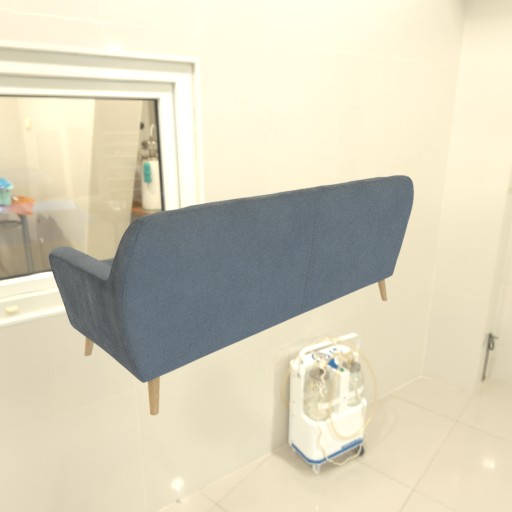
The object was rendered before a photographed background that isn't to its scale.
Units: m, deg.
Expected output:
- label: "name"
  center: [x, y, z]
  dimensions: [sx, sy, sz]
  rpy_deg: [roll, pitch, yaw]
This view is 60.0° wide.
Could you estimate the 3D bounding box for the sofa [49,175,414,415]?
- label: "sofa"
  center: [0.000, 0.000, 2.480]
  dimensions: [1.975, 0.832, 0.841]
  rpy_deg: [-15, 23, -41]
